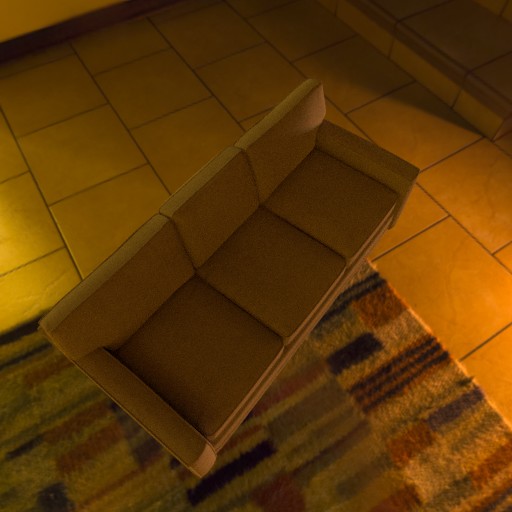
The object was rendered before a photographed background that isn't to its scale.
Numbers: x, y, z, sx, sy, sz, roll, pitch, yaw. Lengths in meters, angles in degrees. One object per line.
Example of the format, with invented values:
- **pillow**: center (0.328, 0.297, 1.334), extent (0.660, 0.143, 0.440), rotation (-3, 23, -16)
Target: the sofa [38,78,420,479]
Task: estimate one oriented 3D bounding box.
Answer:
- **sofa**: center (0.000, 0.000, 2.504), extent (0.936, 0.862, 2.093), rotation (34, 65, 18)
